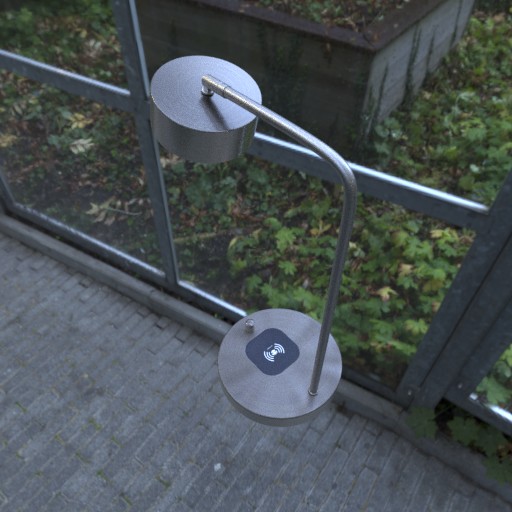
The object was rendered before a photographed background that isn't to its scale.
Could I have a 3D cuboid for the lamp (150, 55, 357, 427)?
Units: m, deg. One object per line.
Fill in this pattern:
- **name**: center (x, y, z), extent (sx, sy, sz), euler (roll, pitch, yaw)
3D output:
- **lamp**: center (0.000, 0.000, 0.636), extent (0.211, 0.469, 0.334), euler (-32, 54, -27)
